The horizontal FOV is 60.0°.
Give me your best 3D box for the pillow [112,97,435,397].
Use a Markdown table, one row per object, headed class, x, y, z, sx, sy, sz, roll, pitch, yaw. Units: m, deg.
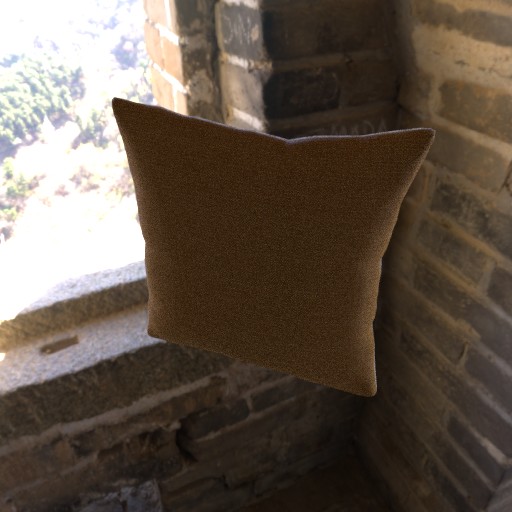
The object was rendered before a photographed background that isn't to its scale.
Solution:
| class | x | y | z | sx | sy | sz | roll | pitch | yaw |
| --- | --- | --- | --- | --- | --- | --- | --- | --- | --- |
| pillow | 0.000 | 0.000 | 0.673 | 0.432 | 0.437 | 0.147 | 10 | 33 | 17 |
